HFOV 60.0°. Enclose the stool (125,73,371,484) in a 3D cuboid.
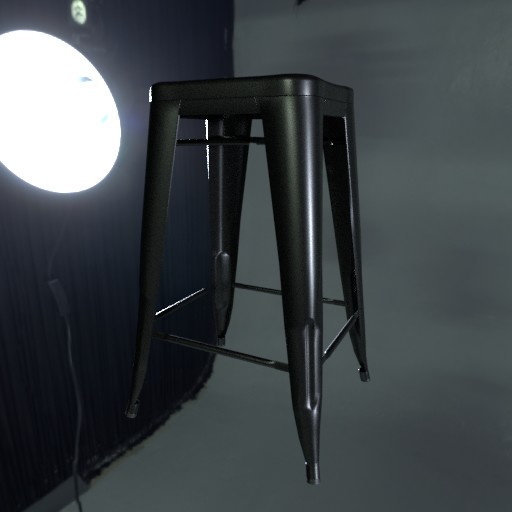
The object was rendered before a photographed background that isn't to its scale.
[{"bbox_3d":[0.000,0.000,0.844,0.399,0.609,0.359,8,17,26],"label":"stool"}]
